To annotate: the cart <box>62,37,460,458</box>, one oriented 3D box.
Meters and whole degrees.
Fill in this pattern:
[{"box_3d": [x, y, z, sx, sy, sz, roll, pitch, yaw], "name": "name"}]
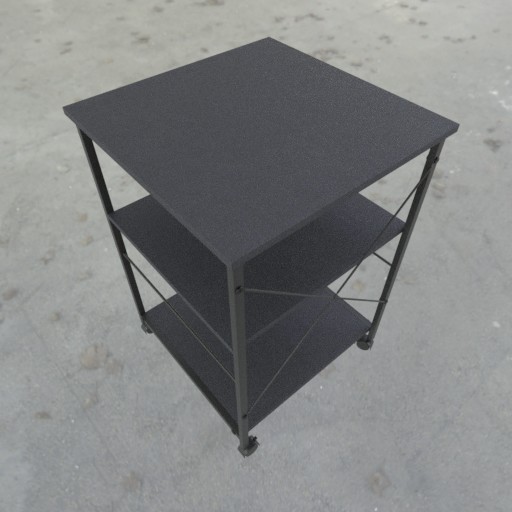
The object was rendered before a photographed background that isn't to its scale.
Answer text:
[{"box_3d": [0.000, 0.000, 1.096, 0.521, 0.762, 0.520, -32, 55, -26], "name": "cart"}]
